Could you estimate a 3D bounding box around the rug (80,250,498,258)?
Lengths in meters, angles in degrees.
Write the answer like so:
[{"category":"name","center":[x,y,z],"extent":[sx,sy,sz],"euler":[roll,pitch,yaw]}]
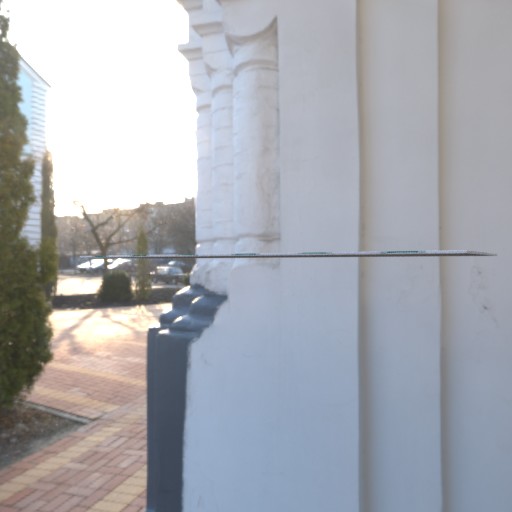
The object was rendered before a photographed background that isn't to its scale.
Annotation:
[{"category":"rug","center":[0.000,0.000,2.627],"extent":[2.438,0.012,0.768],"euler":[-1,-1,36]}]
